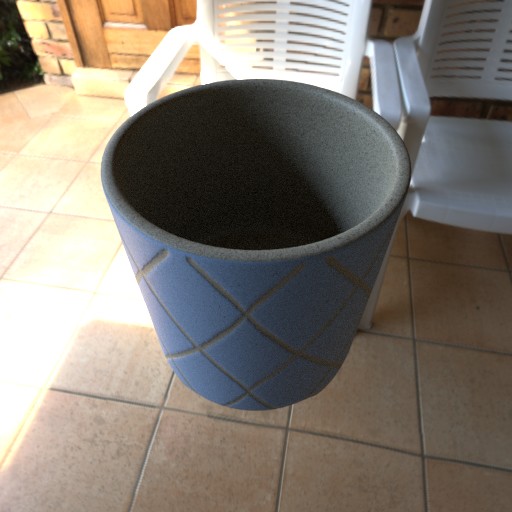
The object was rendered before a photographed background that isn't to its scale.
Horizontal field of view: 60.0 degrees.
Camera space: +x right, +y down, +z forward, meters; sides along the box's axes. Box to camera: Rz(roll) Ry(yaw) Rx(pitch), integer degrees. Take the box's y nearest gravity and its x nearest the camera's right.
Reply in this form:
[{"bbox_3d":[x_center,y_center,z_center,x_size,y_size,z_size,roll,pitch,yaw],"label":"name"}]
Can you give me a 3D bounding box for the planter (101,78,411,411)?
[{"bbox_3d":[0.000,0.000,0.351,0.191,0.200,0.191,0,47,0],"label":"planter"}]
